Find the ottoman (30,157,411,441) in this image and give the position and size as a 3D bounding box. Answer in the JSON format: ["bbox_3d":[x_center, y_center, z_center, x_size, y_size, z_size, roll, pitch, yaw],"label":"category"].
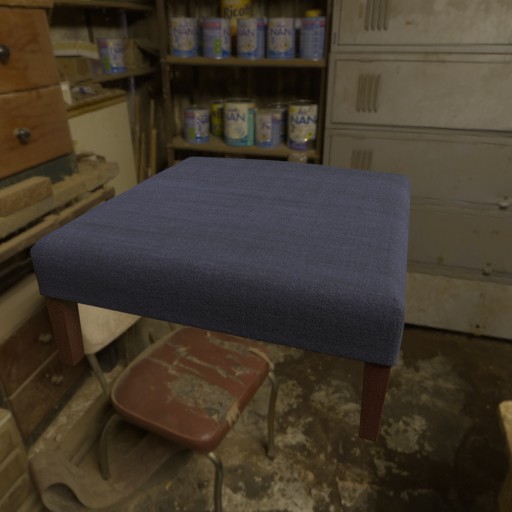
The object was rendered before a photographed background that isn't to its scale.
[{"bbox_3d":[0.000,0.000,1.405,0.890,0.411,0.889,8,28,16],"label":"ottoman"}]
